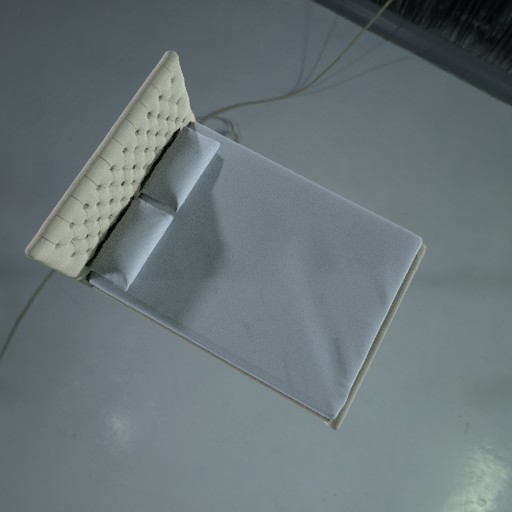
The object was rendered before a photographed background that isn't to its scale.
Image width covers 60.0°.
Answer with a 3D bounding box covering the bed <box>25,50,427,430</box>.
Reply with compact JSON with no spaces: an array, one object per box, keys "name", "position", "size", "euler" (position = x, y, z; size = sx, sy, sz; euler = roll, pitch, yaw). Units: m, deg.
[{"name":"bed","position":[0.000,0.000,3.432],"size":[2.387,1.427,1.698],"euler":[29,78,7]}]
